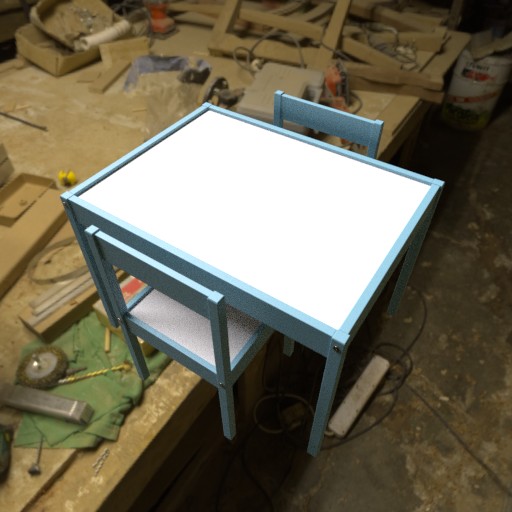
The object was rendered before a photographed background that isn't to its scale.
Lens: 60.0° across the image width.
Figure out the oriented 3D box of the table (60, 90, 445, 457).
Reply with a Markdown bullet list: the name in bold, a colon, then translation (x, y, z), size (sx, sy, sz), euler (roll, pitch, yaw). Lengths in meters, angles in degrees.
- **table**: translation (0.000, 0.000, 1.063), size (0.639, 0.503, 0.633), euler (26, 51, 23)
